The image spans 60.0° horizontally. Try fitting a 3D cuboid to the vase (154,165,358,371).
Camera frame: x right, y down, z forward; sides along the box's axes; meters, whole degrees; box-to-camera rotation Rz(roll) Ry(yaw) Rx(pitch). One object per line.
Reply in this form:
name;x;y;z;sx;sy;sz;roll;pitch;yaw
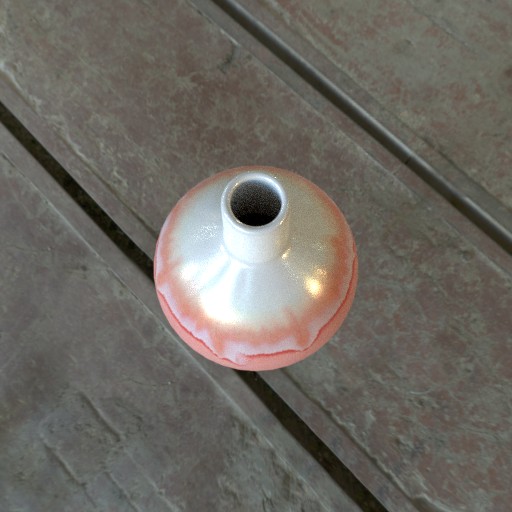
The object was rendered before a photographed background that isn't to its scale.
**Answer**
vase;0.000;0.000;0.274;0.137;0.176;0.137;0;74;0
